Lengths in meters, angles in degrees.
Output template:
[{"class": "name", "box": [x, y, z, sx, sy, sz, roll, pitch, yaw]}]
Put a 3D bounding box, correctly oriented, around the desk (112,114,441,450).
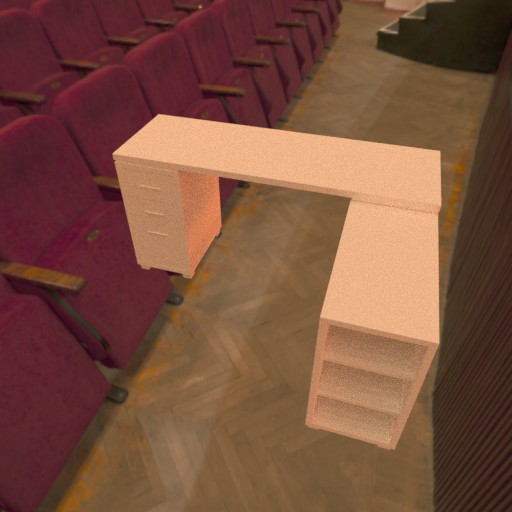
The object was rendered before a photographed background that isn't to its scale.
[{"class": "desk", "box": [0.000, 0.000, 2.156, 1.524, 0.759, 1.199, 11, 42, 13]}]
